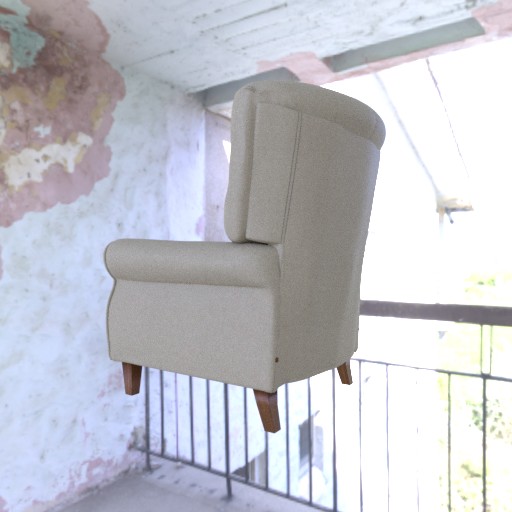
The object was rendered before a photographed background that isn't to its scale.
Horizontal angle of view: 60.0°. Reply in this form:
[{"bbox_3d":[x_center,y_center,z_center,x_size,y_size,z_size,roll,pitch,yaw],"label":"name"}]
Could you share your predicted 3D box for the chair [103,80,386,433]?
[{"bbox_3d":[0.000,0.000,1.896,1.059,1.158,0.943,0,0,34],"label":"chair"}]
